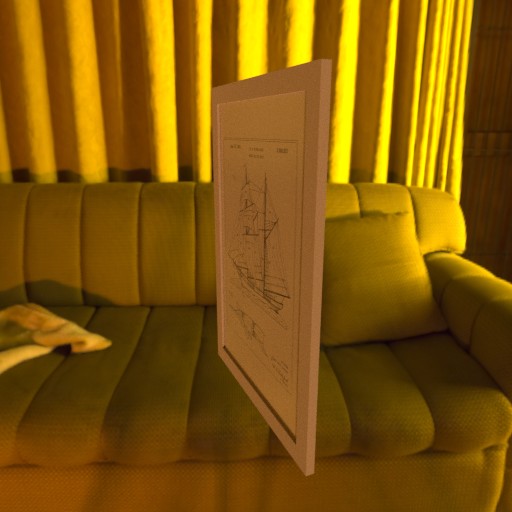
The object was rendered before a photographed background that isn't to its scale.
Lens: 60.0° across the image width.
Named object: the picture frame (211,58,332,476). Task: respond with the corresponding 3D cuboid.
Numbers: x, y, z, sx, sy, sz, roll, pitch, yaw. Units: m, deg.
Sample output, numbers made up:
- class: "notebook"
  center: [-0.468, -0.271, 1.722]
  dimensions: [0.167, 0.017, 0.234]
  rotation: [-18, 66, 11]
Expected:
- class: "picture frame"
  center: [0.000, 0.000, 0.611]
  dimensions: [0.011, 0.459, 0.326]
  rotation: [-7, 17, -22]
